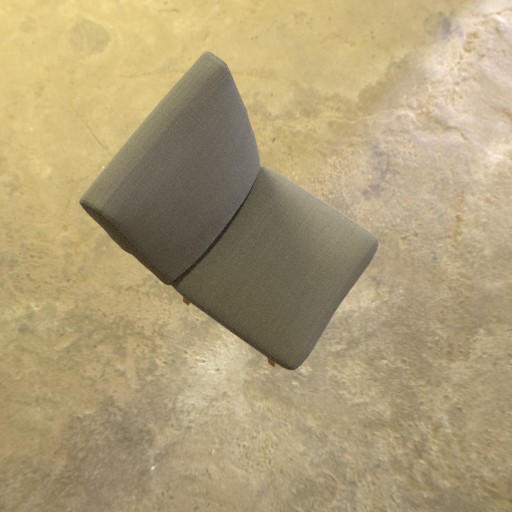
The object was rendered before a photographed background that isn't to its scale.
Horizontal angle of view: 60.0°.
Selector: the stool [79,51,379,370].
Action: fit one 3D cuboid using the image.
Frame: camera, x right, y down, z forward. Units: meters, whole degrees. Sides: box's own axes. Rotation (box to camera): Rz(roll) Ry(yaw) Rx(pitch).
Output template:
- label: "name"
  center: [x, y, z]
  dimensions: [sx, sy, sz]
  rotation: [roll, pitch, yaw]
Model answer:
- label: "stool"
  center: [0.000, 0.000, 1.333]
  dimensions: [0.570, 1.019, 0.459]
  rotation: [34, 79, 8]
